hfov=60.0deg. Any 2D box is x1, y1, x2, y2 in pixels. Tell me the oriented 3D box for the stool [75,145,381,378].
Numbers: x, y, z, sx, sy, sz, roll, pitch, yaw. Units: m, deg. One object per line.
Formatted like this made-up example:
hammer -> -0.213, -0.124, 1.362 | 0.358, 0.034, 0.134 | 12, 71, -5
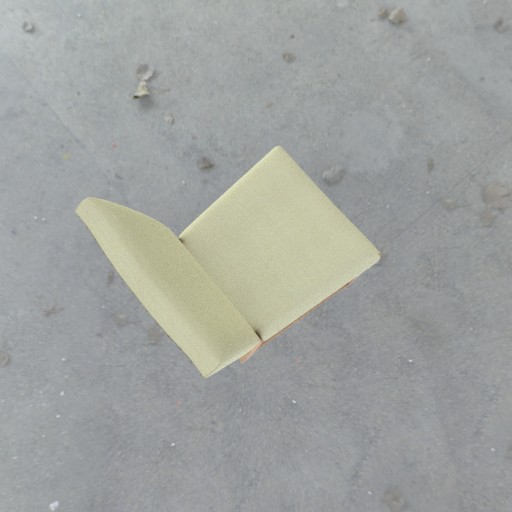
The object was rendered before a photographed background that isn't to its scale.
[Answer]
stool -> 0.000, 0.000, 1.371 | 0.623, 0.986, 0.508 | -39, 79, -9
